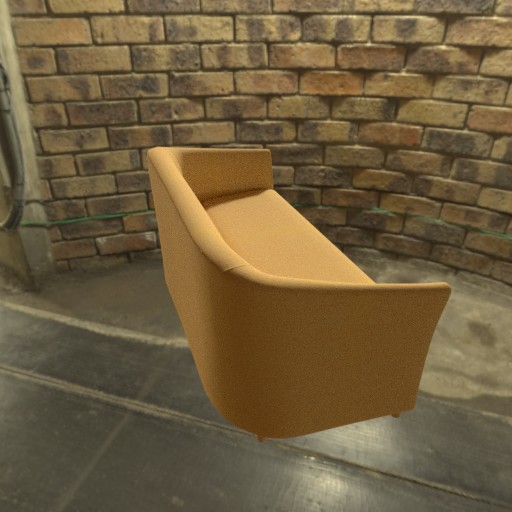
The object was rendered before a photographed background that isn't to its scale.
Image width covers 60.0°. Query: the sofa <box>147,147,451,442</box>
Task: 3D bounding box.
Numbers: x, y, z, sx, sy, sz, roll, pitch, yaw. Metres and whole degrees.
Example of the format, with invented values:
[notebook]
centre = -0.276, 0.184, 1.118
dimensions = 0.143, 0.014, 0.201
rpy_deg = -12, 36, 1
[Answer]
[sofa]
centre = 0.000, 0.000, 1.882
dimensions = 0.705, 0.721, 1.452
rpy_deg = -11, 32, -18
